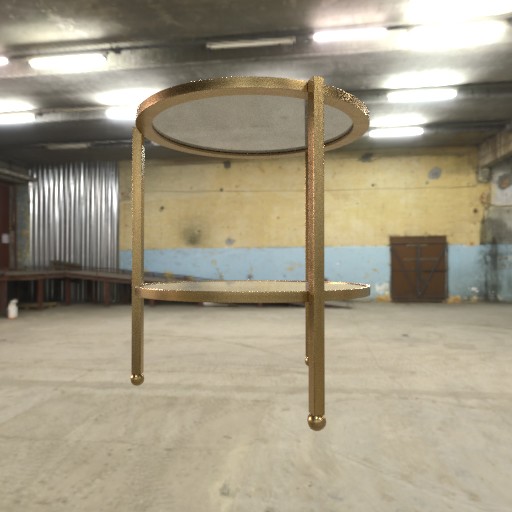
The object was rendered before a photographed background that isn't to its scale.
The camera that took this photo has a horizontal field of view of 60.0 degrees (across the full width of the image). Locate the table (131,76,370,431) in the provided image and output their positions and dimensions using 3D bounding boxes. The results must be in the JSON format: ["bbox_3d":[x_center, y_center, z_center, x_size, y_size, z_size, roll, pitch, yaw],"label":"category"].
[{"bbox_3d":[0.000,0.000,0.455,0.231,0.269,0.243,-1,-1,36],"label":"table"}]
